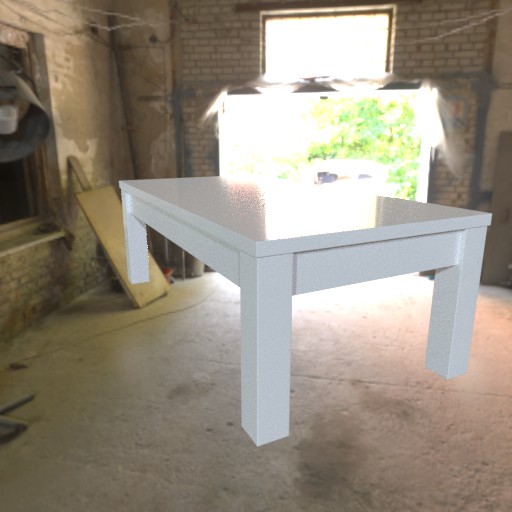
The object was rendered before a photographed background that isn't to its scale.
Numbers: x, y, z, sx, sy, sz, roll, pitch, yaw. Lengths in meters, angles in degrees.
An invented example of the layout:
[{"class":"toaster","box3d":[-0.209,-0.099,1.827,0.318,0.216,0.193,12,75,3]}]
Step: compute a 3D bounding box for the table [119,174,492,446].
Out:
[{"class":"table","box3d":[0.000,0.000,1.650,0.700,0.470,1.350,-8,17,-26]}]
